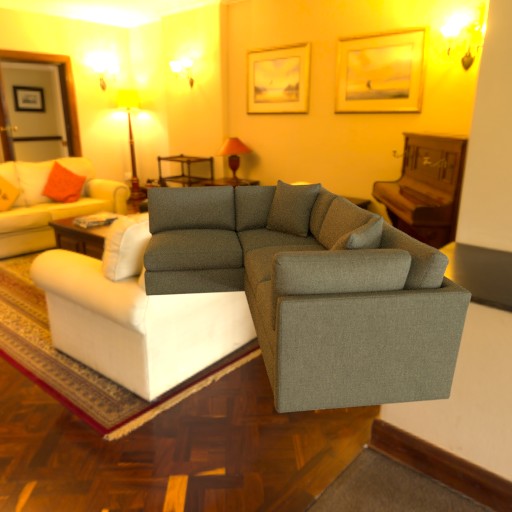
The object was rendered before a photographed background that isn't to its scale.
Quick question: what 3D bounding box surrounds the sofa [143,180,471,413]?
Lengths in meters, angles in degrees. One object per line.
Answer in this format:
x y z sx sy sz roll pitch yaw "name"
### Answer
0.000 0.000 3.704 1.994 0.978 2.896 -2 17 -7 "sofa"
